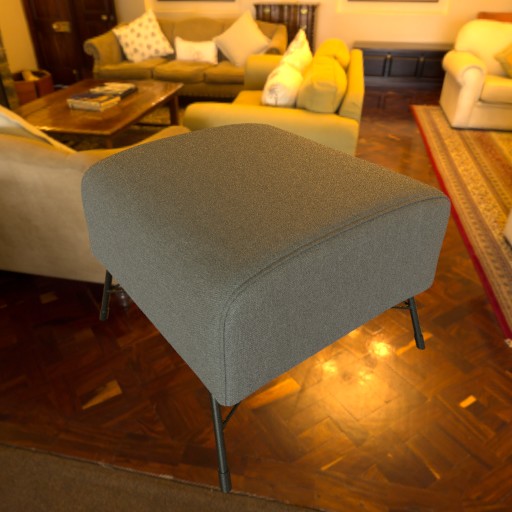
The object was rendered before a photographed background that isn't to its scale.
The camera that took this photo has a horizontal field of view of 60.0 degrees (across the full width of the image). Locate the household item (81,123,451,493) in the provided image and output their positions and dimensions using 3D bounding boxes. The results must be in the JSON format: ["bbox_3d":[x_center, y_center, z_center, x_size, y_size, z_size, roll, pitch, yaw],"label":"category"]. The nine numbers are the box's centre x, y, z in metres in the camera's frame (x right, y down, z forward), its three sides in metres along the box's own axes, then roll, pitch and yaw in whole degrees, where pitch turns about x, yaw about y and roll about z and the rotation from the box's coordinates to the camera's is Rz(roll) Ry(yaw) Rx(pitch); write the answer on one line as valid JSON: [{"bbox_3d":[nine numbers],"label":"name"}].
[{"bbox_3d":[0.000,0.000,0.892,0.530,0.410,0.530,-23,39,-31],"label":"household item"}]
